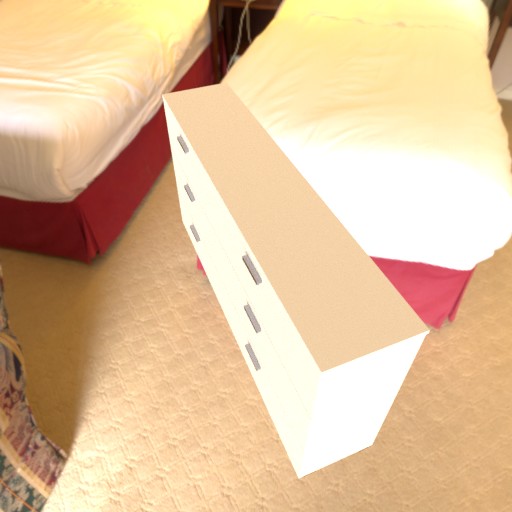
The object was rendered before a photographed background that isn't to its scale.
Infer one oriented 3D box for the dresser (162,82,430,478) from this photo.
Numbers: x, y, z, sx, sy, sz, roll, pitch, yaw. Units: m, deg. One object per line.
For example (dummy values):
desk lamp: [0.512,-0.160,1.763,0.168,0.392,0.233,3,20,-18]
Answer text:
dresser: [0.000,0.000,1.875,0.333,0.790,1.535,-17,48,-15]
